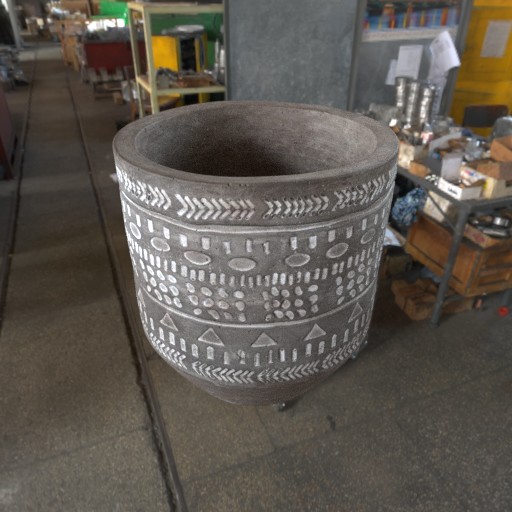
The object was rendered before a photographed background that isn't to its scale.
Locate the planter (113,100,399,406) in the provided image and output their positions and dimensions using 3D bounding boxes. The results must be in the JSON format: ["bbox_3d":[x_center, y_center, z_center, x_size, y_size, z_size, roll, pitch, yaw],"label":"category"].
[{"bbox_3d":[0.000,0.000,0.226,0.122,0.128,0.122,0,32,0],"label":"planter"}]
